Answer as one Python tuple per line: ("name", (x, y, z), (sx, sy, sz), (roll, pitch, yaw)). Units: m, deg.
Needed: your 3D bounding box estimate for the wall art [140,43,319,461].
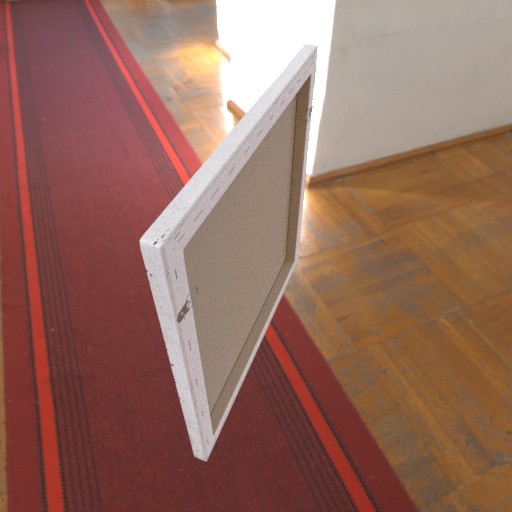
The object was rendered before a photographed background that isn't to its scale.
("wall art", (0.000, 0.000, 1.104), (0.038, 0.762, 0.762), (16, 47, 15))
